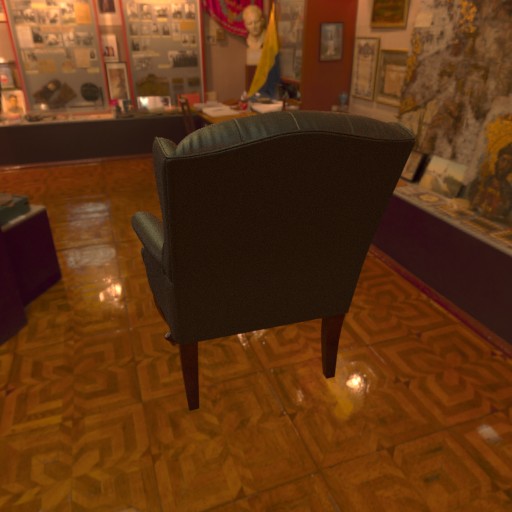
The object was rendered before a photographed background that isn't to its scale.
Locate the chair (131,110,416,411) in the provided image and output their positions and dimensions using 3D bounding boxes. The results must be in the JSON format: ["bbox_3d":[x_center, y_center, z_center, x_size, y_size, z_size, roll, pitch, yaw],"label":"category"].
[{"bbox_3d":[0.000,0.000,1.625,0.838,1.111,0.762,-8,28,-16],"label":"chair"}]
